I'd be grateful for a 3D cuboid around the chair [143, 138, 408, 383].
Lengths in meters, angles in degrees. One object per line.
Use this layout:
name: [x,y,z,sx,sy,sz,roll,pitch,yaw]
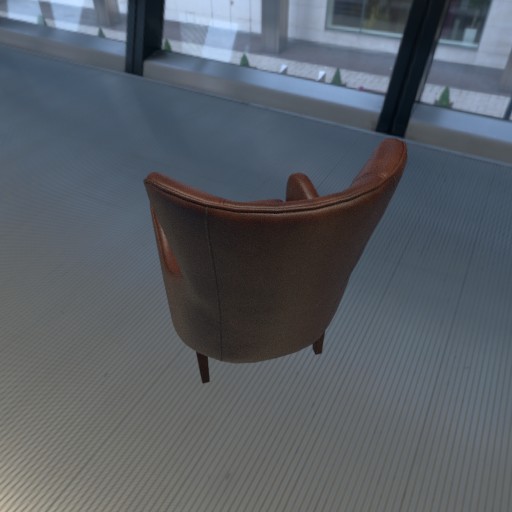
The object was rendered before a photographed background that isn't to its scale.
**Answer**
chair: [0.000,0.000,1.613,0.692,1.048,0.914,-11,42,-13]
